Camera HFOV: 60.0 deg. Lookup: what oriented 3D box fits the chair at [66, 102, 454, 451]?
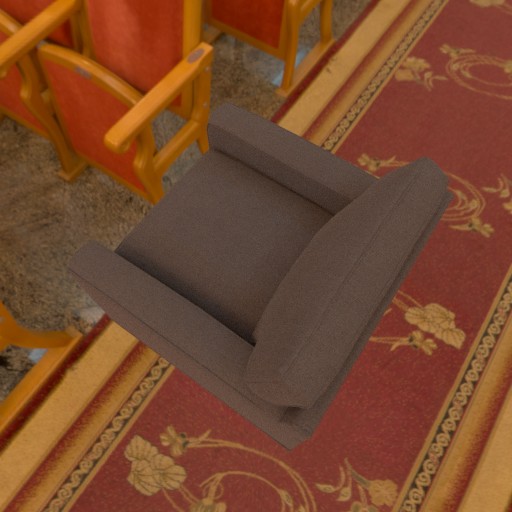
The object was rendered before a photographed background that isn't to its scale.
[{"bbox_3d":[0.000,0.000,1.778,1.043,0.913,0.997,32,68,15],"label":"chair"}]
